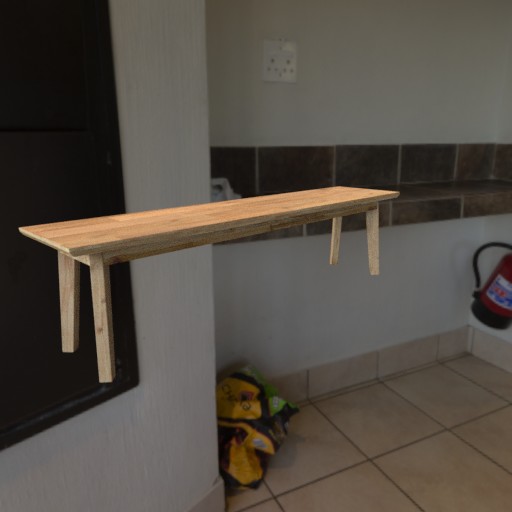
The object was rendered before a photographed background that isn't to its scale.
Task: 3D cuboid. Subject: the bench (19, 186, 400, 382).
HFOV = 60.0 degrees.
[{"bbox_3d":[0.000,0.000,1.877,1.698,0.431,0.378,-14,21,-43],"label":"bench"}]
